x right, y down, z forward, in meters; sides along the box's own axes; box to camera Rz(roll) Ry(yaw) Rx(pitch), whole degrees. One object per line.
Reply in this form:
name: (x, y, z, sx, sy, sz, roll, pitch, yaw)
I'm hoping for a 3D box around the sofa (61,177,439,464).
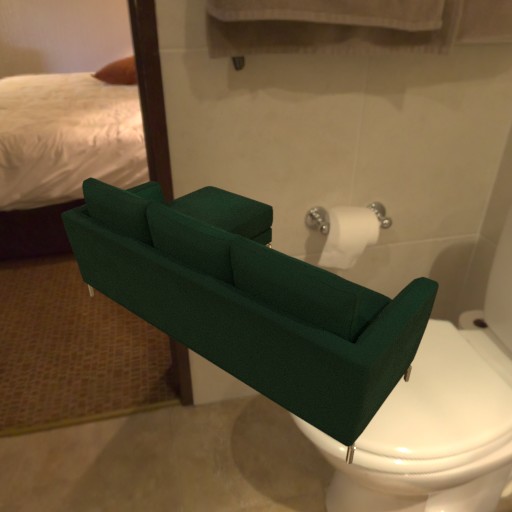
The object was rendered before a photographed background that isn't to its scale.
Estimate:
sofa: (0.000, 0.000, 3.138, 2.441, 1.007, 1.489, 23, 37, 33)
